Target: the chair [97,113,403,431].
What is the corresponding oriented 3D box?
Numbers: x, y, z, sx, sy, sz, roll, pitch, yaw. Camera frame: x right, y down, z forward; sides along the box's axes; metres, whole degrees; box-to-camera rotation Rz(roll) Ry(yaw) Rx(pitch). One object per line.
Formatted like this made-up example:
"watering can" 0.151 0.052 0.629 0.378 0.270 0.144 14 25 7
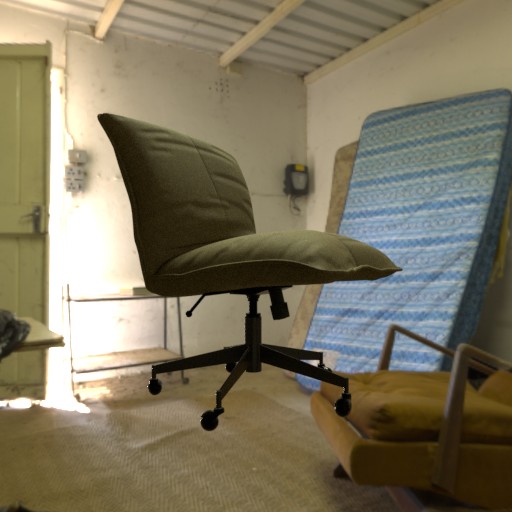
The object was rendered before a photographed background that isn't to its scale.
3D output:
"chair" 0.000 0.000 1.276 0.696 0.811 0.597 -1 -1 35
